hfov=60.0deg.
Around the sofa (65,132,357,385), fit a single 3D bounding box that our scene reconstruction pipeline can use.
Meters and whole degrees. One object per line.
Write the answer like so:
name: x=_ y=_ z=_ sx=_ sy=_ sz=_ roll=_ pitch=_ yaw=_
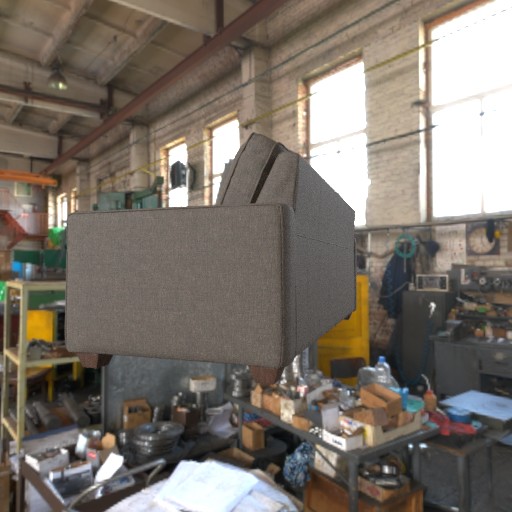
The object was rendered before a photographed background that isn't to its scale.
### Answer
sofa: x=0.000 y=0.000 z=2.563 sx=0.940 sy=0.919 sz=2.080 roll=0 pitch=-1 yaw=19
